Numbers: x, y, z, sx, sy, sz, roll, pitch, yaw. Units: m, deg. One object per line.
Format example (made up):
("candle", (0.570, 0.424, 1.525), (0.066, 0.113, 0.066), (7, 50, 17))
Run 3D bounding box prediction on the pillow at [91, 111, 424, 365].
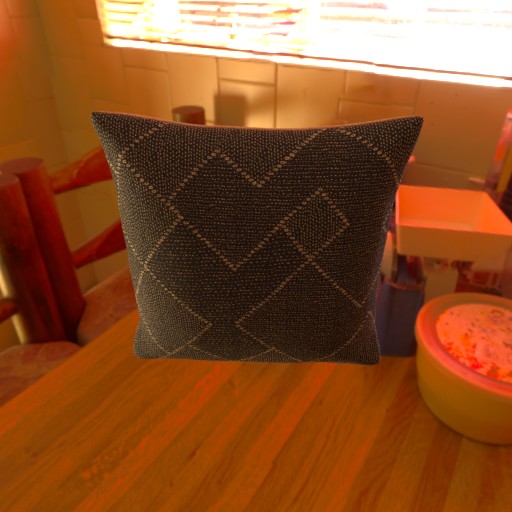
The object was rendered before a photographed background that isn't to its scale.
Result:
("pillow", (0.000, 0.000, 0.679), (0.435, 0.428, 0.148), (1, 32, 2))
